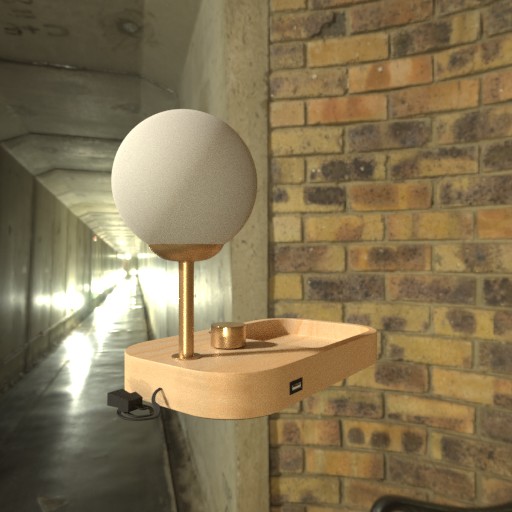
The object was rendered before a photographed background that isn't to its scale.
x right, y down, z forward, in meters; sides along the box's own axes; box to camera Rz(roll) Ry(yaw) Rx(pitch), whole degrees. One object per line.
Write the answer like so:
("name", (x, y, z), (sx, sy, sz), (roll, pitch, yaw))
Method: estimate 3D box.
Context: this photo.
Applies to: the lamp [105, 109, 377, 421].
("lamp", (0.000, 0.000, 0.471), (0.173, 0.253, 0.331), (0, 0, 37))
